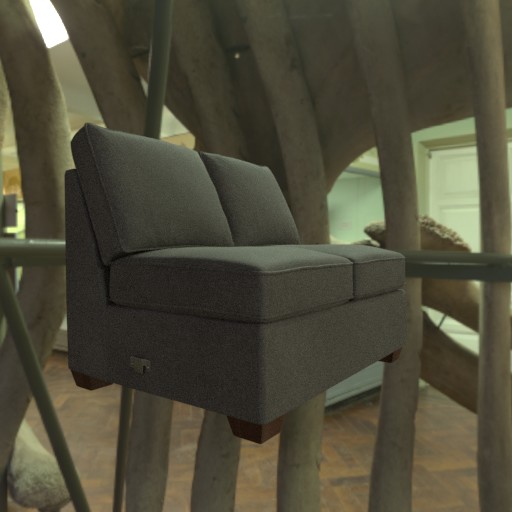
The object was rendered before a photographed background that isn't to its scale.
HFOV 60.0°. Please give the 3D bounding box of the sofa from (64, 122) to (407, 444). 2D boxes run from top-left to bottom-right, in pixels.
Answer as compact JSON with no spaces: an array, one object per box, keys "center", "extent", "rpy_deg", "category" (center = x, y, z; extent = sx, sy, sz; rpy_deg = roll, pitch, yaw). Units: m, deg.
[{"center":[0.000,0.000,1.927],"extent":[0.951,1.008,1.237],"rpy_deg":[1,2,36],"category":"sofa"}]
